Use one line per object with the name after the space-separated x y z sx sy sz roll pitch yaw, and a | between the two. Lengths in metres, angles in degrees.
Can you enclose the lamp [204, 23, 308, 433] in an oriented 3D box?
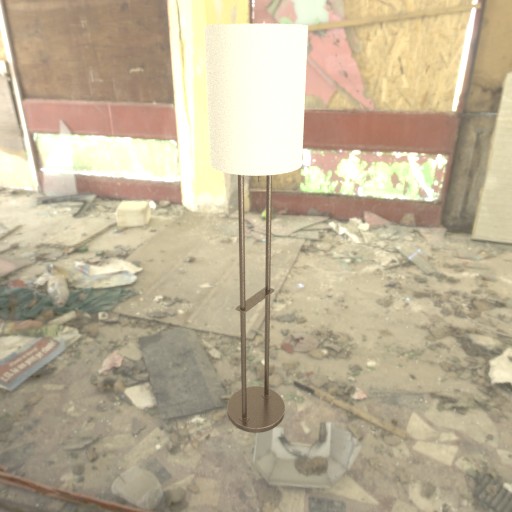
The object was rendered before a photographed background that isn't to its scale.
0.000 0.000 1.628 0.305 1.500 0.306 17 30 32 | lamp
